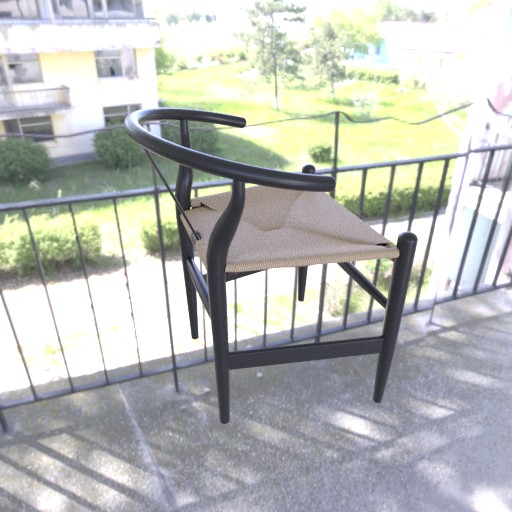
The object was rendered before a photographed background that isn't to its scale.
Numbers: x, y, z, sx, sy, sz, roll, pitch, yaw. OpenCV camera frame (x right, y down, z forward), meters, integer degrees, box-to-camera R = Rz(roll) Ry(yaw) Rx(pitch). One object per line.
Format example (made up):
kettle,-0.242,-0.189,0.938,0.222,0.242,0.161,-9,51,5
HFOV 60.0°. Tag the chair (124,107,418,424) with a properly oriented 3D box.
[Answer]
chair,0.000,0.000,1.163,0.570,0.739,0.570,-10,31,-17
